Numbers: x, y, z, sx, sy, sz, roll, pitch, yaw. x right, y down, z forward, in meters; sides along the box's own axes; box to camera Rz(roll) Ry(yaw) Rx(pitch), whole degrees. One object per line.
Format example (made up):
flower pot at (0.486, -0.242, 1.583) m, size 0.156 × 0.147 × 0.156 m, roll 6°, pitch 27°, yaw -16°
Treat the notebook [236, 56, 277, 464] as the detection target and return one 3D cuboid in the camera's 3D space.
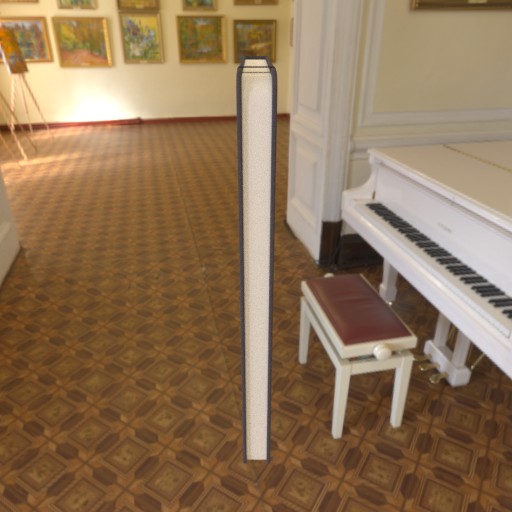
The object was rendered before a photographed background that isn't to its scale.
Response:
notebook at (0.000, 0.000, 0.264) m, size 0.016 × 0.213 × 0.127 m, roll 0°, pitch 27°, yaw 0°
